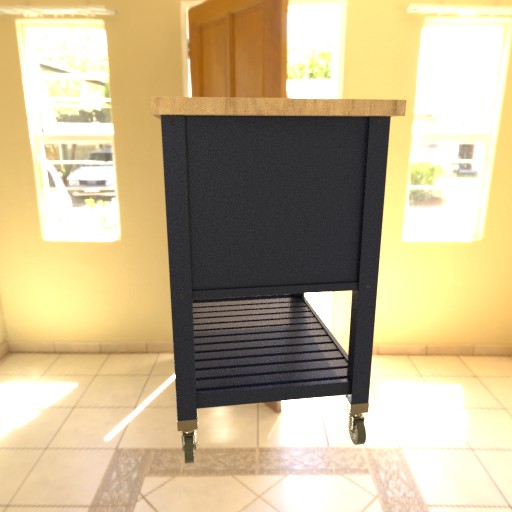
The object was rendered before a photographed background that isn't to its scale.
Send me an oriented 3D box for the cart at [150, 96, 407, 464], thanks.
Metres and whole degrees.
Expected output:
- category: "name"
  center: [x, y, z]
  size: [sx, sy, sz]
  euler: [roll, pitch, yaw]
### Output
- category: "cart"
  center: [0.000, 0.000, 1.449]
  size: [0.567, 0.920, 0.797]
  euler: [-2, 16, -9]
